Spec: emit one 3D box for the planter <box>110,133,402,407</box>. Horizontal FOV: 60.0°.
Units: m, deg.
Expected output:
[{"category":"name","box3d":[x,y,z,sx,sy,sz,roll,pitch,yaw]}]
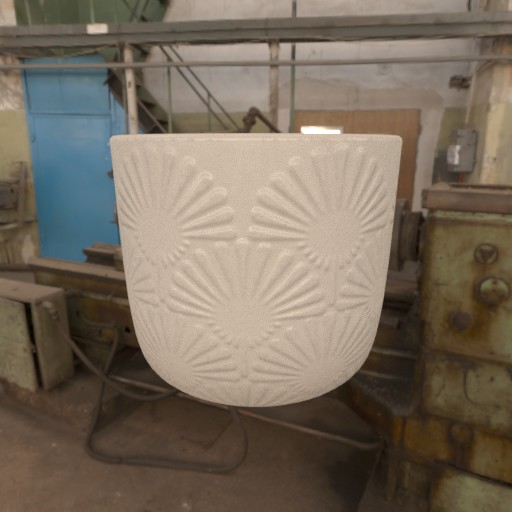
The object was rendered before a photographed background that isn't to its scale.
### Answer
[{"category":"planter","box3d":[0.000,0.000,0.210,0.124,0.109,0.124,0,14,0]}]
